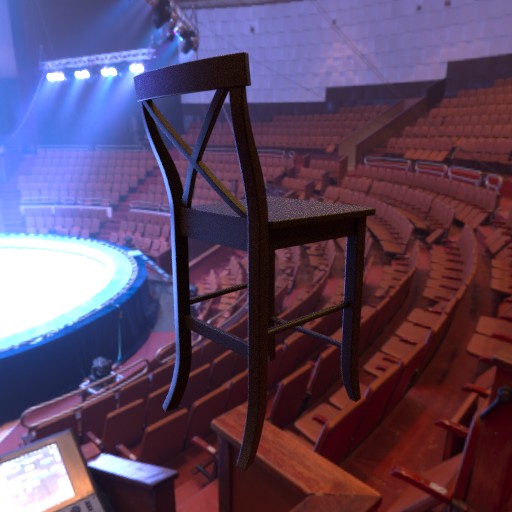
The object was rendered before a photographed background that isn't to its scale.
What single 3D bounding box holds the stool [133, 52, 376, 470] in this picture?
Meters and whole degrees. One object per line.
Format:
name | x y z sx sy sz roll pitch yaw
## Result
stool | 0.000 0.000 1.305 0.559 0.989 0.452 -13 18 -42
